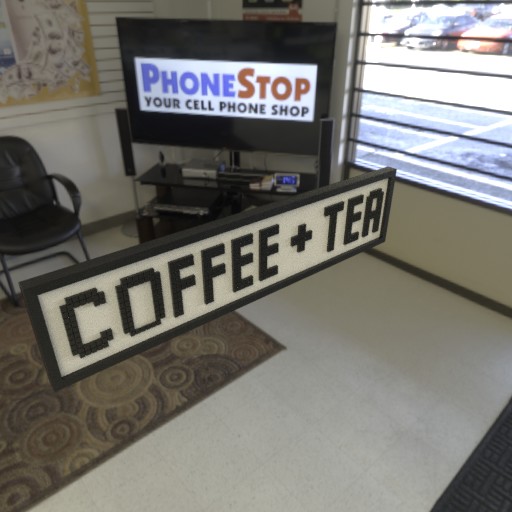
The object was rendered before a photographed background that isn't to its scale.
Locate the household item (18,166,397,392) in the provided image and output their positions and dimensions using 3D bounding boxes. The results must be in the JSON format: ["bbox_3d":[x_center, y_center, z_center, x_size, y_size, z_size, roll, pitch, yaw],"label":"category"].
[{"bbox_3d":[0.000,0.000,1.068,1.001,0.236,0.030,-21,36,-32],"label":"household item"}]
